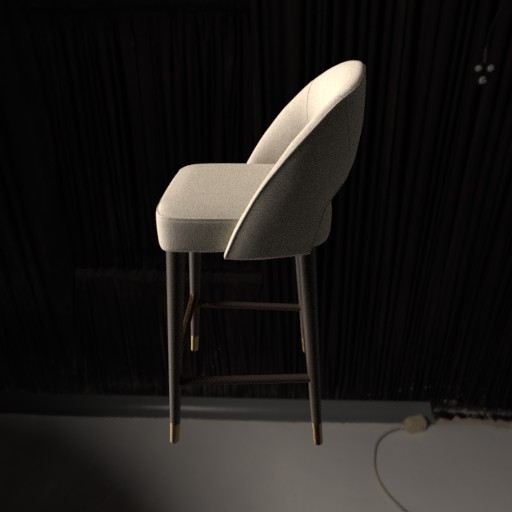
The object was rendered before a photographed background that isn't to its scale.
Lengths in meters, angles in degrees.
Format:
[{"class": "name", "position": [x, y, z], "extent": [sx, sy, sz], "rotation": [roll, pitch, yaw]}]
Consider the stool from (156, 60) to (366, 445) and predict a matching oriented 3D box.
[{"class": "stool", "position": [0.000, 0.000, 1.286], "extent": [0.509, 1.037, 0.494], "rotation": [0, 27, 1]}]
